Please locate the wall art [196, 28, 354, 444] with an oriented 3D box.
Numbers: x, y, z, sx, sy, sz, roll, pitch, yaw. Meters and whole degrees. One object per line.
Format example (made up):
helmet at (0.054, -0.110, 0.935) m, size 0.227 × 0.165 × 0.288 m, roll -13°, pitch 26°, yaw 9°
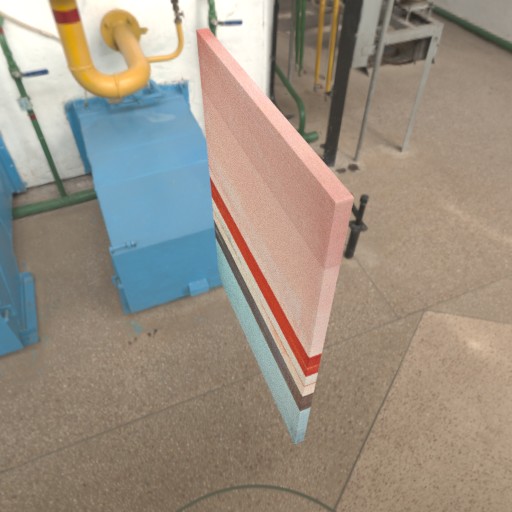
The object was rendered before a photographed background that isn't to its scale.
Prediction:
wall art at (0.000, 0.000, 1.309) m, size 0.039 × 1.016 × 0.761 m, roll -16°, pitch 49°, yaw -15°
